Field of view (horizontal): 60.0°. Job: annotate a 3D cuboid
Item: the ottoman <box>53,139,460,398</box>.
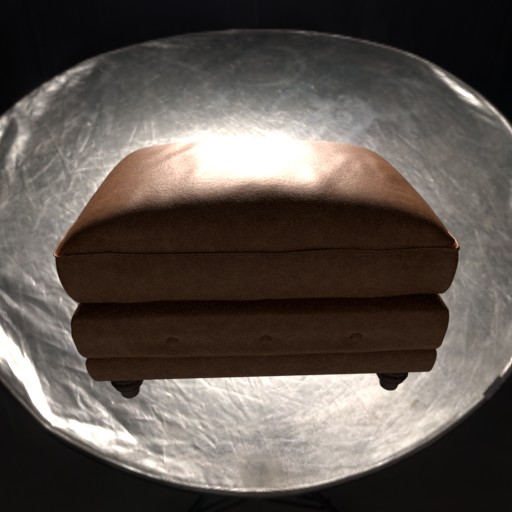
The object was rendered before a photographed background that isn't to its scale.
[{"bbox_3d":[0.000,0.000,1.041,0.710,0.480,0.533,-1,30,-2],"label":"ottoman"}]
